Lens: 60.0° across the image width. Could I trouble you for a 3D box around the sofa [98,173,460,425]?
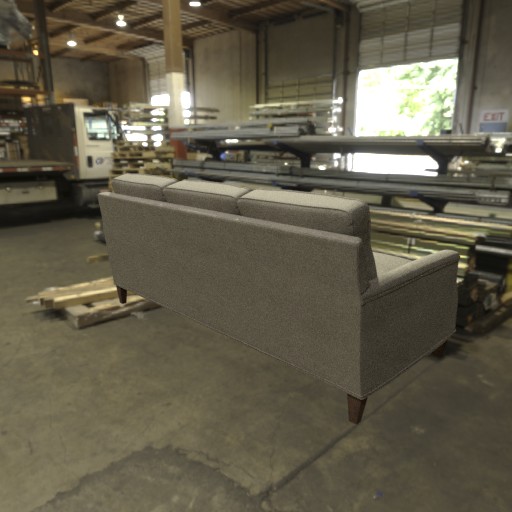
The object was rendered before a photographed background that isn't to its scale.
[{"bbox_3d":[0.000,0.000,2.883,2.246,1.003,1.084,15,21,43],"label":"sofa"}]
